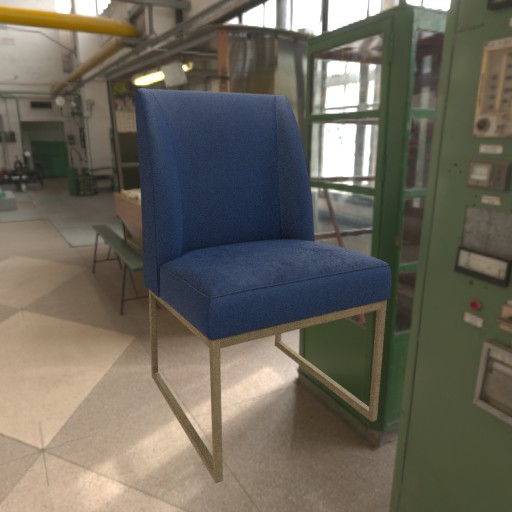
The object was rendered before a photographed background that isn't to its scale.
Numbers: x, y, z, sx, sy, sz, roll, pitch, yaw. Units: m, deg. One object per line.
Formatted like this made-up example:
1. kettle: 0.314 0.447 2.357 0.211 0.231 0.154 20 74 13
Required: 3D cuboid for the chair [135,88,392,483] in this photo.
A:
1. chair: 0.000 0.000 1.186 0.508 0.863 0.522 -8 17 -27
